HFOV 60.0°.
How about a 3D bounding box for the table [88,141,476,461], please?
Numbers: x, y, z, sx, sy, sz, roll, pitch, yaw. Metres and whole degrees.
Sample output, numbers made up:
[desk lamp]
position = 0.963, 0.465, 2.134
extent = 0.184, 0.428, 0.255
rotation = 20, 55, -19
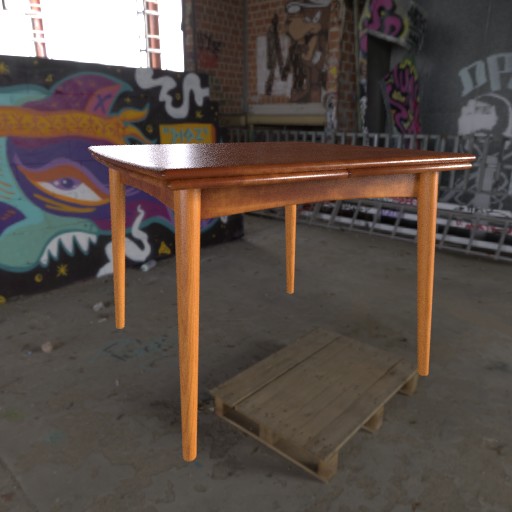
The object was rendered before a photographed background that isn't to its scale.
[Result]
[table]
position = 0.000, 0.000, 1.612
extent = 0.991, 0.754, 0.991
rotation = -9, 19, -27
